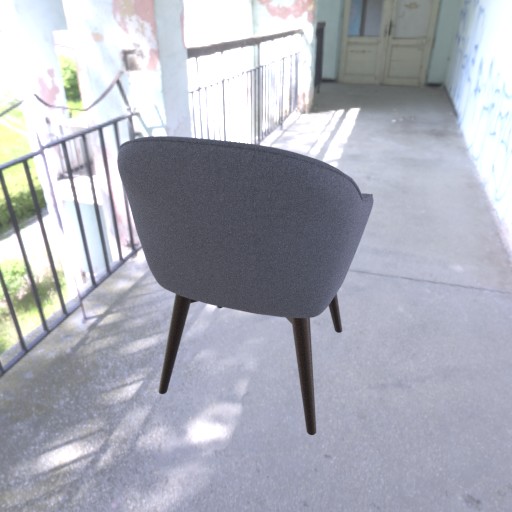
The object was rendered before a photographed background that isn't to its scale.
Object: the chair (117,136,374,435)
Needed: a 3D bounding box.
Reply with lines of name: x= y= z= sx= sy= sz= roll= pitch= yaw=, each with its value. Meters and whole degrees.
chair: x=0.000 y=0.000 z=1.256 sx=0.589 sy=0.810 sz=0.611 roll=9 pitch=31 yaw=16
